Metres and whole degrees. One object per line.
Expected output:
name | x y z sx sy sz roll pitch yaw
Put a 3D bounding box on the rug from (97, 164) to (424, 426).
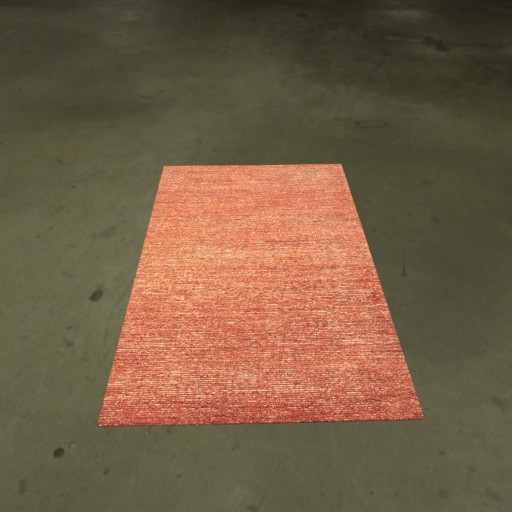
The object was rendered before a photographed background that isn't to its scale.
rug | 0.000 0.000 2.190 1.139 0.011 1.747 -1 42 -1
